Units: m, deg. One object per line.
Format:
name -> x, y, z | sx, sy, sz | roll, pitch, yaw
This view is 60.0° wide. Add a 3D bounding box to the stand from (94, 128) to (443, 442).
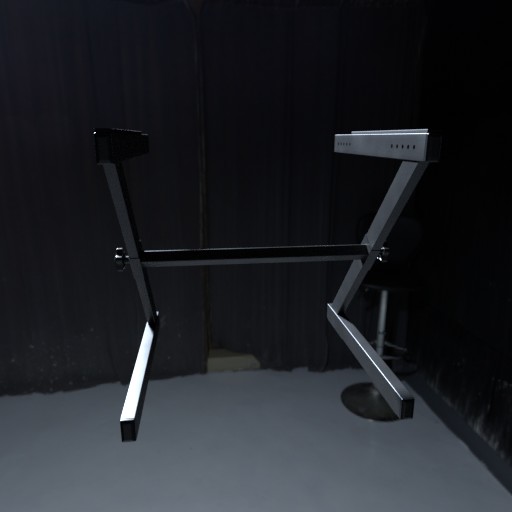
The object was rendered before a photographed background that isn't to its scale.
stand -> 0.000, 0.000, 1.136 | 0.700, 0.617, 0.586 | -2, 15, -7
